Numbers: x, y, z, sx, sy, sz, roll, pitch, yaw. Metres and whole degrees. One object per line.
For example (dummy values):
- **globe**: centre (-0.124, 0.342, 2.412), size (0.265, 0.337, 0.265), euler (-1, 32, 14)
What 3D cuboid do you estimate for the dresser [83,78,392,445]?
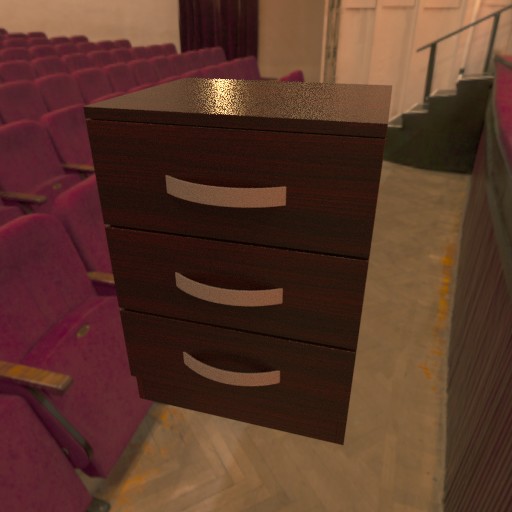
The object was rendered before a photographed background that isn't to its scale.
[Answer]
- **dresser**: centre (0.000, 0.000, 0.815), size (0.400, 0.560, 0.360), euler (8, 29, 14)
